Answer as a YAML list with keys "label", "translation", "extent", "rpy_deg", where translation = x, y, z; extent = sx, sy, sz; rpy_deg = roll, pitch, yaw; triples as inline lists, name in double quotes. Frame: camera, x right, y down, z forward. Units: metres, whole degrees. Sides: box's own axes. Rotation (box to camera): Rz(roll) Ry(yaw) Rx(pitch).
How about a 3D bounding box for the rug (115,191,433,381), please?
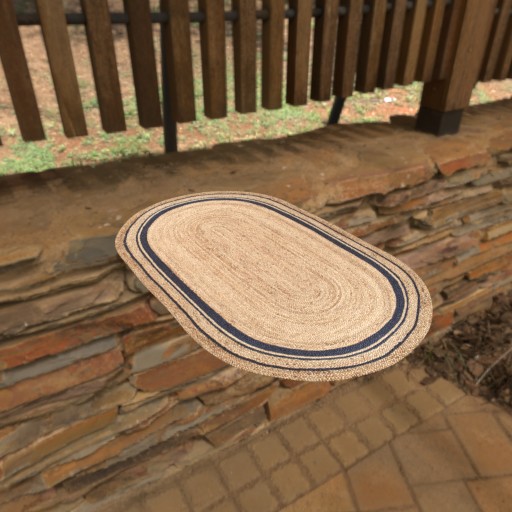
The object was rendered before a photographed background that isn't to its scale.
- label: "rug"
  translation: [0.000, 0.000, 3.018]
  extent: [1.520, 0.006, 2.432]
  rpy_deg: [-21, 37, -30]
